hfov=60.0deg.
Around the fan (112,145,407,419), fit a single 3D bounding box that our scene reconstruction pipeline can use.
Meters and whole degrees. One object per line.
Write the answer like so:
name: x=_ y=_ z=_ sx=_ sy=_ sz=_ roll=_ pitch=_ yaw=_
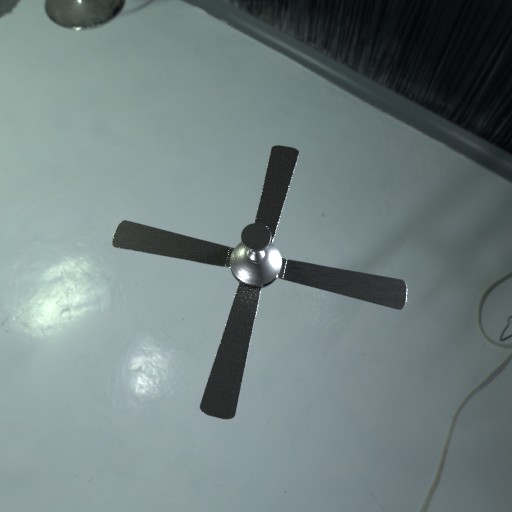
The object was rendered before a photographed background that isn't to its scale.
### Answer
fan: x=0.000 y=0.000 z=1.978 sx=1.321 sy=0.381 sz=1.321 roll=31 pitch=69 yaw=14
